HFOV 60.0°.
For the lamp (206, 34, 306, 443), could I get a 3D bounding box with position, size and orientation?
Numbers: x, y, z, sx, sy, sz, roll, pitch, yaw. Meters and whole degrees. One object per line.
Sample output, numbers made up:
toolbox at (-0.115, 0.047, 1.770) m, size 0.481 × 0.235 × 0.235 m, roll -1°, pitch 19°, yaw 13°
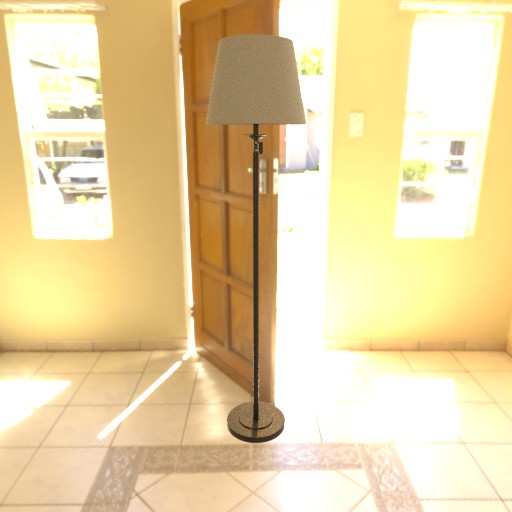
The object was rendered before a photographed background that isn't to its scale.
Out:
lamp at (0.000, 0.000, 1.670) m, size 0.348 × 1.473 × 0.348 m, roll -3°, pitch 16°, yaw -9°
